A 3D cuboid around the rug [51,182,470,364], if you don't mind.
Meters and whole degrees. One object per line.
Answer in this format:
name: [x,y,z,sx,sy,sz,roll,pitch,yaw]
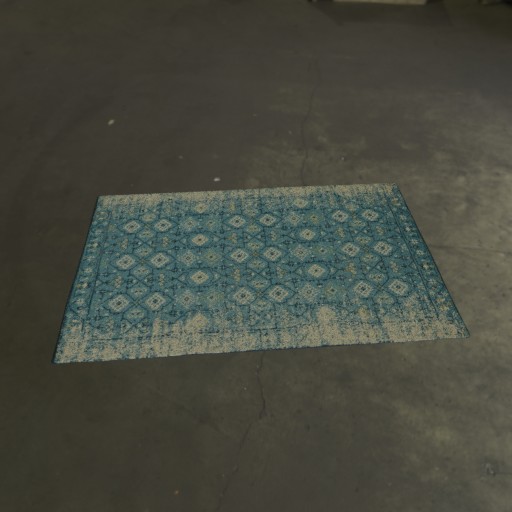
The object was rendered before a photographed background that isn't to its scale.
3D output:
rug: [0.000,0.000,3.091,2.449,0.015,1.530,-3,46,-3]
